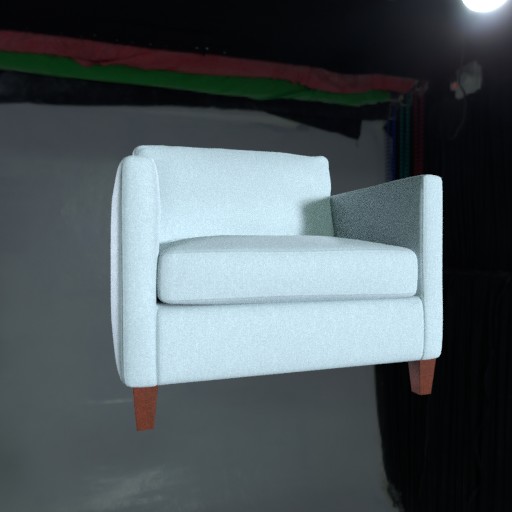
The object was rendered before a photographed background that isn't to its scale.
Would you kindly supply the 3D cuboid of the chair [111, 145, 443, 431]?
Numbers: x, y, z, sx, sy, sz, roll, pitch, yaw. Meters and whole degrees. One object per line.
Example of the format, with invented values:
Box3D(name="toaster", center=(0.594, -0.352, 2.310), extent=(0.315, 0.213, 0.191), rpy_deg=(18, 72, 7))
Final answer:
Box3D(name="chair", center=(0.000, 0.000, 1.788), extent=(1.107, 0.961, 0.953), rpy_deg=(0, 1, -19))
